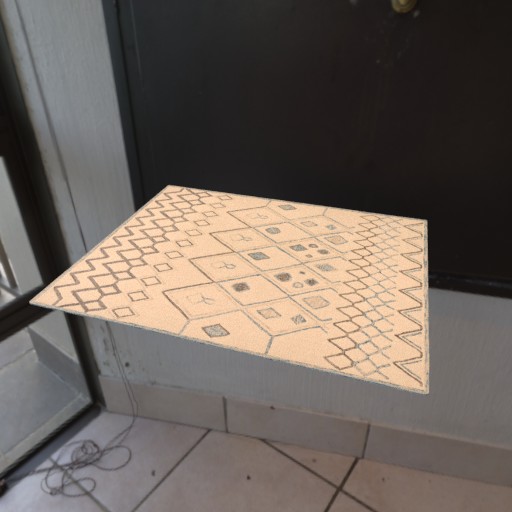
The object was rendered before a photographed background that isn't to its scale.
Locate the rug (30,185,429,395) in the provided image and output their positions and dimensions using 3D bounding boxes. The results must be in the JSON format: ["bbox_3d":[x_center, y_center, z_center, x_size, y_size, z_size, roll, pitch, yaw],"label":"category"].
[{"bbox_3d":[0.000,0.000,4.142,3.056,0.013,2.441,10,34,15],"label":"rug"}]
